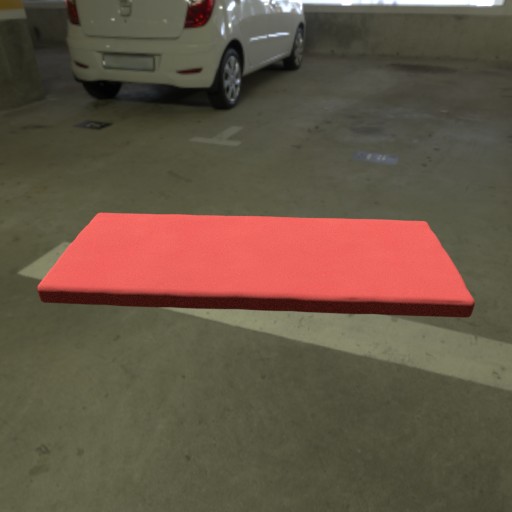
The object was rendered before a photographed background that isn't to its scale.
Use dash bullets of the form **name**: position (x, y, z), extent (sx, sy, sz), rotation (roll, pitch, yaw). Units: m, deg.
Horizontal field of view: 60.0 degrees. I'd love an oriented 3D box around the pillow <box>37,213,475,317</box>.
- **pillow**: position (0.000, 0.000, 1.363), extent (1.187, 0.081, 0.492), rotation (2, 32, 3)
